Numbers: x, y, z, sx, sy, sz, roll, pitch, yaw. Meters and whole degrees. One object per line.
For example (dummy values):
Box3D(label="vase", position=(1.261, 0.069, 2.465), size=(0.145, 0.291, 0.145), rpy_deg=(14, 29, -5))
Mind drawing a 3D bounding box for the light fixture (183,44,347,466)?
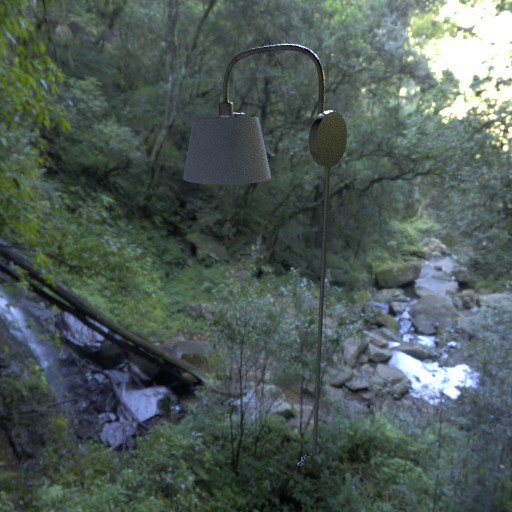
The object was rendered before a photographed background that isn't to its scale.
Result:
Box3D(label="light fixture", position=(0.000, 0.000, 0.465), size=(0.176, 0.399, 0.092), rpy_deg=(16, 23, 41))
